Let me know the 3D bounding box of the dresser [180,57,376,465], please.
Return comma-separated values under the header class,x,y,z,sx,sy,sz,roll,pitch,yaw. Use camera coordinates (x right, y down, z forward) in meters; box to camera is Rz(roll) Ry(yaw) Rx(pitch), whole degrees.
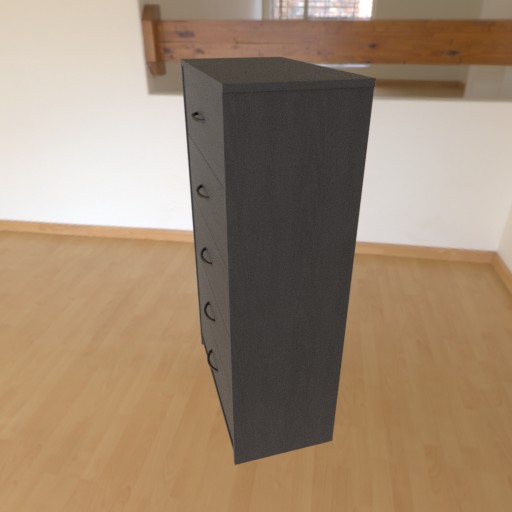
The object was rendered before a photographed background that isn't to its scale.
class,x,y,z,sx,sy,sz,roll,pitch,yaw
dresser,0.000,0.000,1.592,0.399,1.255,0.704,-8,29,-14
